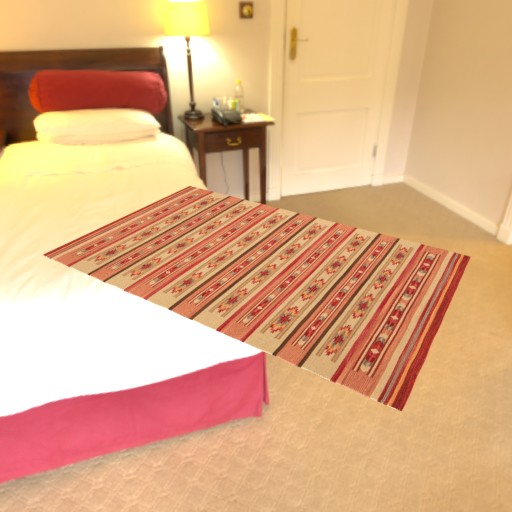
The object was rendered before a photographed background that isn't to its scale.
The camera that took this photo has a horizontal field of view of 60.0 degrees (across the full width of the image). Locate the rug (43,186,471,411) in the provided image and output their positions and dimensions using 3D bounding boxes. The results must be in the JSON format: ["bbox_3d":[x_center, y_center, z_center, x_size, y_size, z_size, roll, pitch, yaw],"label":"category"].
[{"bbox_3d":[0.000,0.000,2.973,2.431,0.010,1.535,18,34,28],"label":"rug"}]
